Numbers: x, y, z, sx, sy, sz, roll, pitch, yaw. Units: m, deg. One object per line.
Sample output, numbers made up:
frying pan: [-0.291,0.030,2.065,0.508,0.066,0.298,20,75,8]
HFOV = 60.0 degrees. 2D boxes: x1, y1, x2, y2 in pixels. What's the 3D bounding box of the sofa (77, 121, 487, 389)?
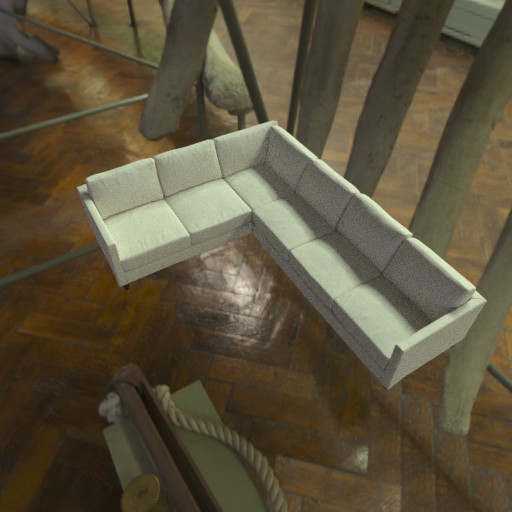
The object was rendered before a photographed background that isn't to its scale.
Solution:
sofa: [0.000,0.000,4.222,2.432,0.863,3.182,-24,51,-21]
